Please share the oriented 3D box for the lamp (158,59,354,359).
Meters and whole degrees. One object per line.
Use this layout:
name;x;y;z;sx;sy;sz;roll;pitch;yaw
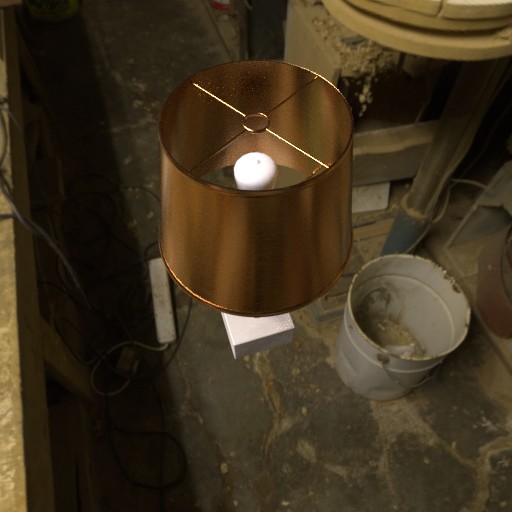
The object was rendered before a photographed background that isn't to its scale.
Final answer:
lamp;0.000;0.000;0.524;0.208;0.406;0.208;0;57;0
